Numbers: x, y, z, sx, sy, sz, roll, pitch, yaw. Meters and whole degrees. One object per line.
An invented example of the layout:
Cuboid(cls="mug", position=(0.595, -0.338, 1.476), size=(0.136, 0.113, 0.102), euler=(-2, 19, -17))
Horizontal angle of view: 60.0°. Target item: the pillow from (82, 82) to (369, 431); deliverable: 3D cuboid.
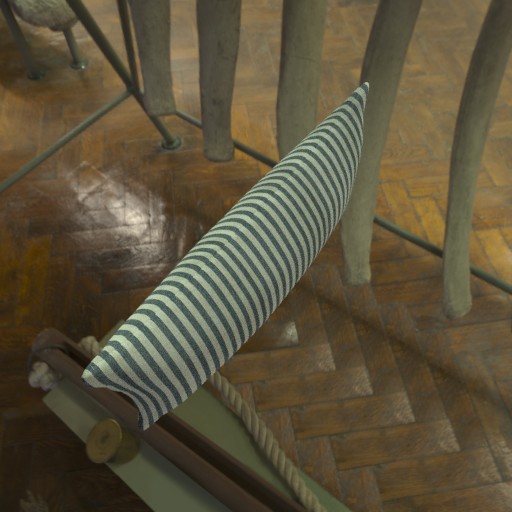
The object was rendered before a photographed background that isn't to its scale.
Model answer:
Cuboid(cls="pillow", position=(0.000, 0.000, 0.724), size=(0.151, 0.295, 0.617), euler=(33, 64, 19))
